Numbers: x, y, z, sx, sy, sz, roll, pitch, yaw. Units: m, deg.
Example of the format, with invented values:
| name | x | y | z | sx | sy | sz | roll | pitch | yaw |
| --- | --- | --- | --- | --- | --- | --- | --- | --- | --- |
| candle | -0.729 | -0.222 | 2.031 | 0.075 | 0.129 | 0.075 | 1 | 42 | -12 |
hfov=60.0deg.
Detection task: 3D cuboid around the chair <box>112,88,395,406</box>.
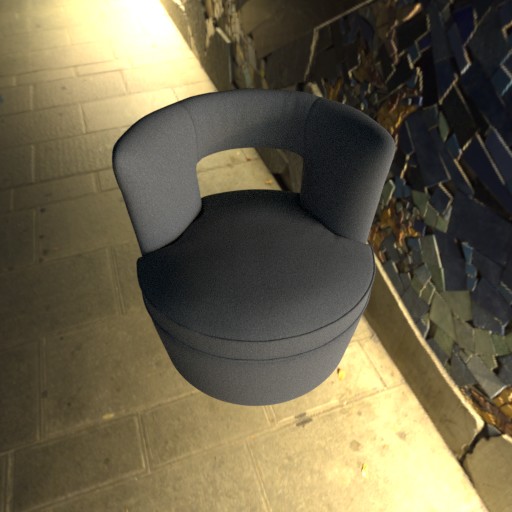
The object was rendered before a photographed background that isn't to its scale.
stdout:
| name | x | y | z | sx | sy | sz | roll | pitch | yaw |
| --- | --- | --- | --- | --- | --- | --- | --- | --- | --- |
| chair | 0.000 | 0.000 | 1.296 | 0.689 | 0.719 | 0.660 | -3 | 47 | -3 |
